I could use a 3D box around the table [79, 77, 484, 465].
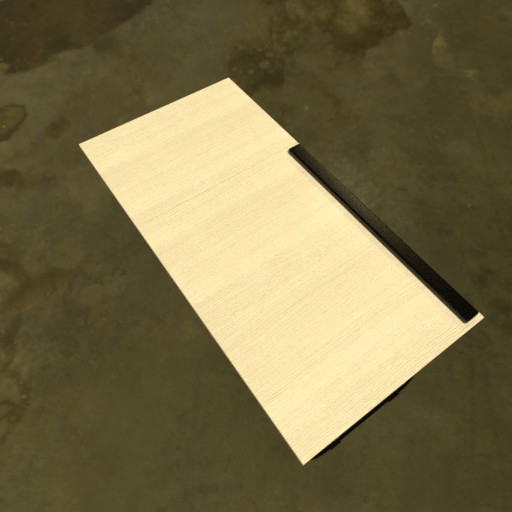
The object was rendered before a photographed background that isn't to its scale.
[{"bbox_3d":[0.000,0.000,0.797,0.322,0.242,0.644,-31,63,-18],"label":"table"}]
